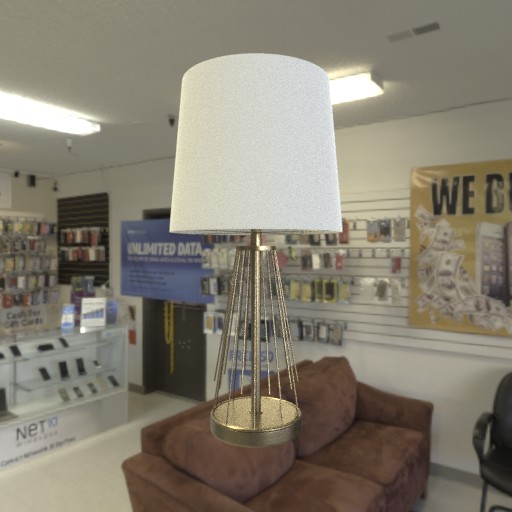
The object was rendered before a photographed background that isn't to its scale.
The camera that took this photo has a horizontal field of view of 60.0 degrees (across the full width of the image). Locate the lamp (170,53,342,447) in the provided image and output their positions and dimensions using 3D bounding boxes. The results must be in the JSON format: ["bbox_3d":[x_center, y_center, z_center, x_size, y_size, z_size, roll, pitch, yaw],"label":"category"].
[{"bbox_3d":[0.000,0.000,0.792,0.303,0.618,0.303,0,1,0],"label":"lamp"}]
